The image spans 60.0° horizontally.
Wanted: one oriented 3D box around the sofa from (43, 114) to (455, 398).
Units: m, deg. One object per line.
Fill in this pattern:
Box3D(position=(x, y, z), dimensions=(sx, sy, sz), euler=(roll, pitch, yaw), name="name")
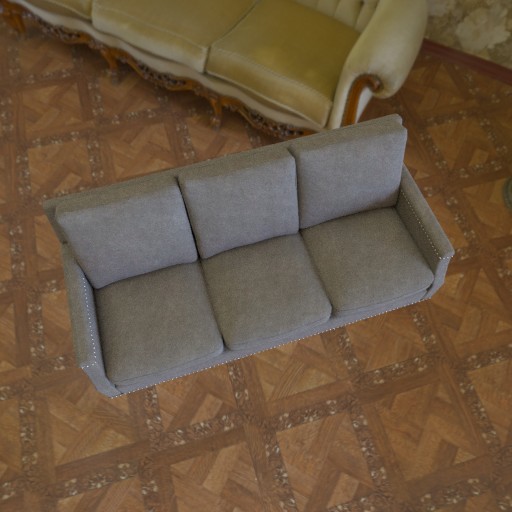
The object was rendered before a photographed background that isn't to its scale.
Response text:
Box3D(position=(0.000, 0.000, 2.758), dimensions=(2.226, 1.042, 1.034), euler=(-16, 64, -8), name="sofa")
